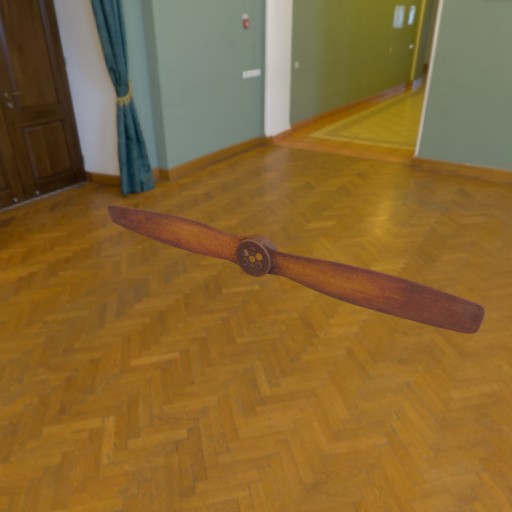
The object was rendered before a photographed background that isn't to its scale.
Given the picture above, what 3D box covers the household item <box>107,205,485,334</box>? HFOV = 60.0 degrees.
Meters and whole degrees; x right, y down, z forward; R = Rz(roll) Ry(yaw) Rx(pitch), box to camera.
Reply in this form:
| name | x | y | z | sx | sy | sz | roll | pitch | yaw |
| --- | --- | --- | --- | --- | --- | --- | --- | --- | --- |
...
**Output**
| name | x | y | z | sx | sy | sz | roll | pitch | yaw |
| --- | --- | --- | --- | --- | --- | --- | --- | --- | --- |
| household item | 0.000 | 0.000 | 1.257 | 1.181 | 0.121 | 0.051 | 16 | 32 | 27 |
